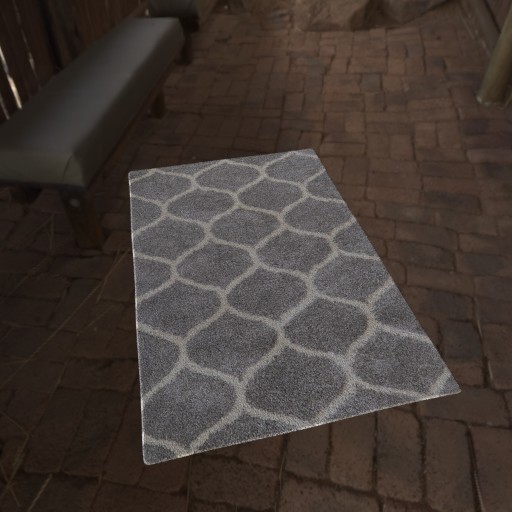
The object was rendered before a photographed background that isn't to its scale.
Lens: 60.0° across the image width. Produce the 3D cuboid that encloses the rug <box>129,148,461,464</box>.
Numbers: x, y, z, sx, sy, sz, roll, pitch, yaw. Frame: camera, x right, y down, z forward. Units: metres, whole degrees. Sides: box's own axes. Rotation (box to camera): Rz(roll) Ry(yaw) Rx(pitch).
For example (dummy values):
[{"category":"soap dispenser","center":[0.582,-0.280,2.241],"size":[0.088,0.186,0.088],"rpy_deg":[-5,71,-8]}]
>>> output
[{"category":"rug","center":[0.000,0.000,3.330],"size":[1.801,0.026,2.701],"rpy_deg":[-9,45,-9]}]
